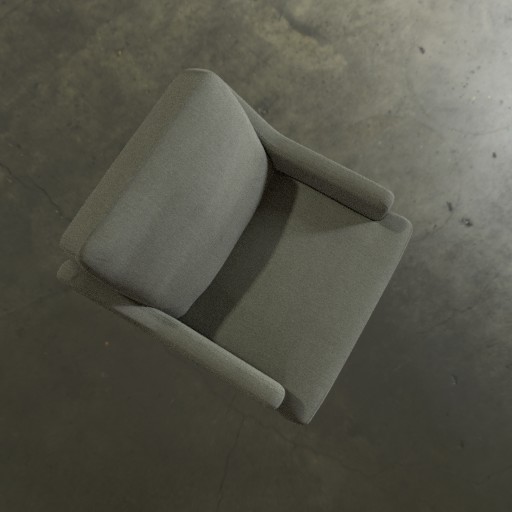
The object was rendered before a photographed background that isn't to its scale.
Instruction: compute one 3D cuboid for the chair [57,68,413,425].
[{"bbox_3d":[0.000,0.000,1.532,0.892,0.821,0.826,30,79,7],"label":"chair"}]
